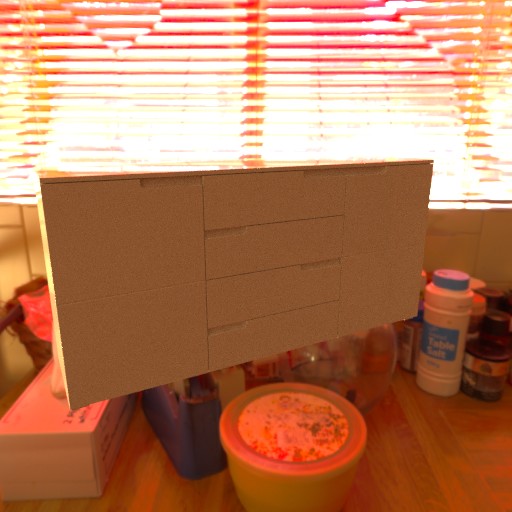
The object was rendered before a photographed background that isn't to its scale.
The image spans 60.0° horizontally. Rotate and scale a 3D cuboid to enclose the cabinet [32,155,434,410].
[{"bbox_3d":[0.000,0.000,1.945,1.650,0.800,0.400,-9,18,-27],"label":"cabinet"}]
